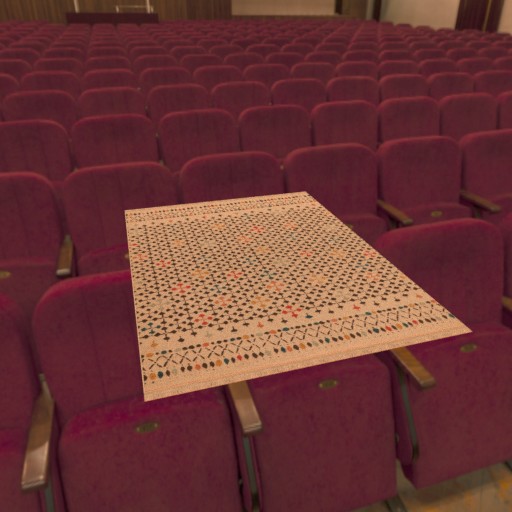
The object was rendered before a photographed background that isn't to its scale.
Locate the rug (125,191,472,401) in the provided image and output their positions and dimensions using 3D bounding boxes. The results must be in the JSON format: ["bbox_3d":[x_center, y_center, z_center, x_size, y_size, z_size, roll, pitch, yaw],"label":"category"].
[{"bbox_3d":[0.000,0.000,2.098,1.146,0.006,1.556,-8,29,-15],"label":"rug"}]
